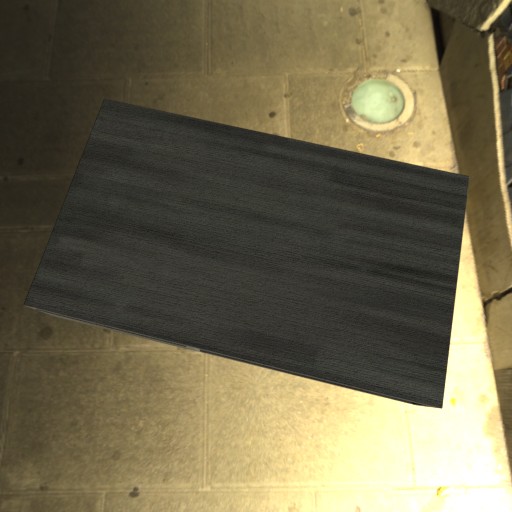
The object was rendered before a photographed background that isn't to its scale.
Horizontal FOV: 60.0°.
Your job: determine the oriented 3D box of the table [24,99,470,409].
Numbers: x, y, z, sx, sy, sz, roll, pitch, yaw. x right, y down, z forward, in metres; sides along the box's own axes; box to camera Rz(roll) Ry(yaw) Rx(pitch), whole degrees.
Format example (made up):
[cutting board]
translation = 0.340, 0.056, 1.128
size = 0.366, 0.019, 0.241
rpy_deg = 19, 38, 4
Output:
[table]
translation = 0.000, 0.000, 1.365
size = 1.088, 0.347, 0.643
rpy_deg = 13, 74, 4
